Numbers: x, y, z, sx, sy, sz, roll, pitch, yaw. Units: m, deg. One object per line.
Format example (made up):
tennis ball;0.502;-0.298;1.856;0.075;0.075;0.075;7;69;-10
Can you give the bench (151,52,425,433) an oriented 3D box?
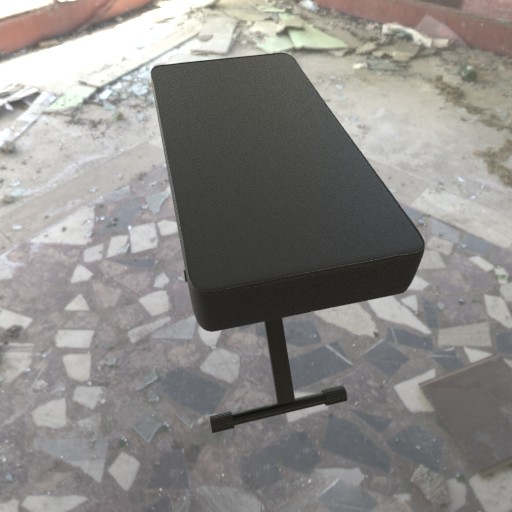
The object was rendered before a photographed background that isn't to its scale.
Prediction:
bench;0.000;0.000;0.910;0.300;0.561;0.600;-10;47;-9
